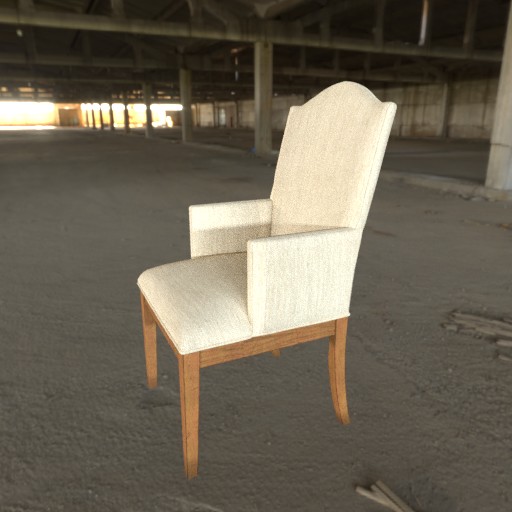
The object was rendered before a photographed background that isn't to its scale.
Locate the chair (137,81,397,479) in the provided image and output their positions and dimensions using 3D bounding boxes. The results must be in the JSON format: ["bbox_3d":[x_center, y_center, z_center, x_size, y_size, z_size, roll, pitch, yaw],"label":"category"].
[{"bbox_3d":[0.000,0.000,1.358,0.641,1.016,0.533,-8,19,-24],"label":"chair"}]
